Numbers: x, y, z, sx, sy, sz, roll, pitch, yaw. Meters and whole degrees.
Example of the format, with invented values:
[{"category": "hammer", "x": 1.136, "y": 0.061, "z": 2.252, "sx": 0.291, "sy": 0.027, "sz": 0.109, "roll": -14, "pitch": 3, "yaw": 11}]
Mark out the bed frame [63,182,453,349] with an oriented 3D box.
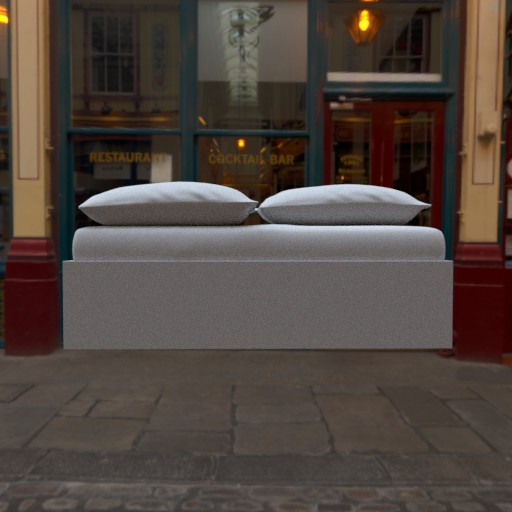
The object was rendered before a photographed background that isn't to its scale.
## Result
[{"category": "bed frame", "x": 0.000, "y": 0.000, "z": 2.583, "sx": 1.450, "sy": 0.629, "sz": 1.950, "roll": 0, "pitch": 1, "yaw": -1}]
